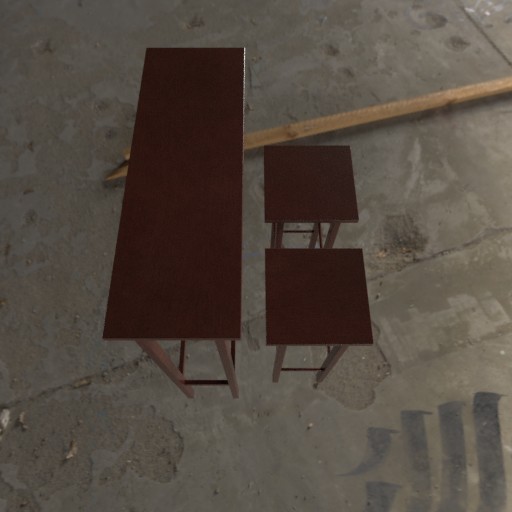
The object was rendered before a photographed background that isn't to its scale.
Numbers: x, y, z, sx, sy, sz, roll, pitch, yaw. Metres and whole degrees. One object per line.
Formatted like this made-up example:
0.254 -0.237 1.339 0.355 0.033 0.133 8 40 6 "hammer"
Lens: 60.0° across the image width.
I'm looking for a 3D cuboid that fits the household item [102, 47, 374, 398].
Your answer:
0.000 0.000 1.649 0.676 1.067 0.914 0 64 0 "household item"
